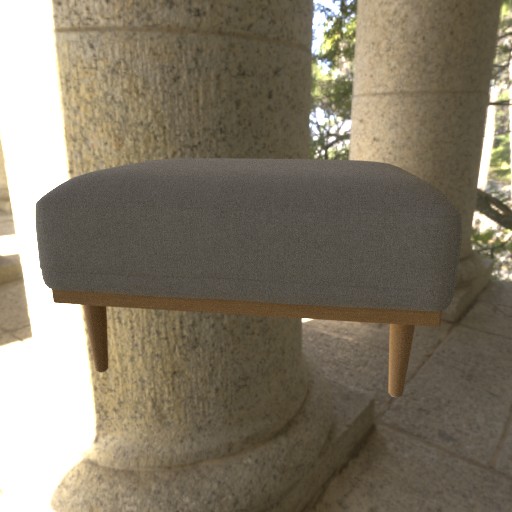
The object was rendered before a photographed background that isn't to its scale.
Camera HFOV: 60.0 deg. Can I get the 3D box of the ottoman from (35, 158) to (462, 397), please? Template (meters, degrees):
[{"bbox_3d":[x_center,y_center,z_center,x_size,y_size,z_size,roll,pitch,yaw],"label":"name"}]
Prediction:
[{"bbox_3d":[0.000,0.000,1.024,0.749,0.428,0.549,2,16,8],"label":"ottoman"}]
